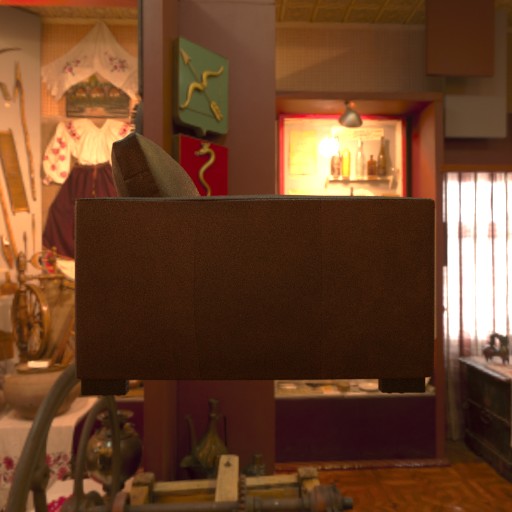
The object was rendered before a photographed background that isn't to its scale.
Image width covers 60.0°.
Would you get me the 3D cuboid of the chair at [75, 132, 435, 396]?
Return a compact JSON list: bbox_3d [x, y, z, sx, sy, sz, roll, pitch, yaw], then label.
[{"bbox_3d":[0.000,0.000,1.787,1.069,0.812,1.100,0,0,-1],"label":"chair"}]
